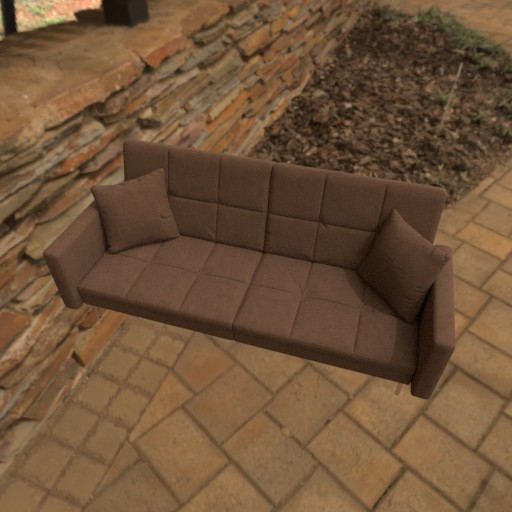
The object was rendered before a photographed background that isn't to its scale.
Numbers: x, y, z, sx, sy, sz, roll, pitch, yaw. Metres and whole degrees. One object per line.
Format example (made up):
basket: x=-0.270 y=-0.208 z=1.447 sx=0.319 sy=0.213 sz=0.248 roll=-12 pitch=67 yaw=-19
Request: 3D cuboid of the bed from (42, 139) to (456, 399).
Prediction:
bed: x=0.000 y=0.000 z=2.341 sx=1.905 sy=0.787 sz=0.889 roll=12 pitch=44 yaw=12
